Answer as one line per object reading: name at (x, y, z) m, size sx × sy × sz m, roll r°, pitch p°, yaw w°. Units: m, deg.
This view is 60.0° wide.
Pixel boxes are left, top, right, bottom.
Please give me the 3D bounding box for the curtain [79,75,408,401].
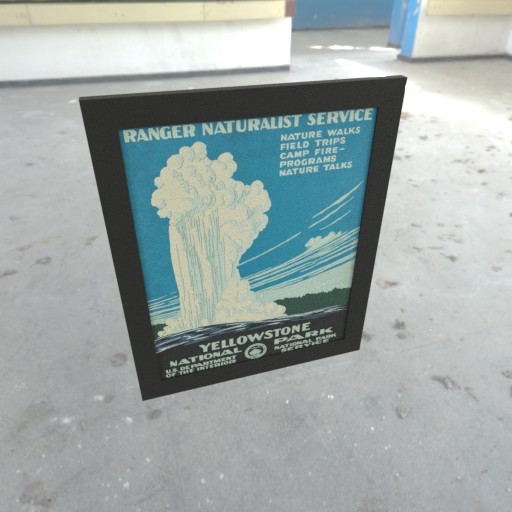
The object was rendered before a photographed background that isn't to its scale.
curtain at (0.000, 0.000, 0.798) m, size 0.483 × 0.585 × 0.027 m, roll -10°, pitch 34°, yaw -14°
